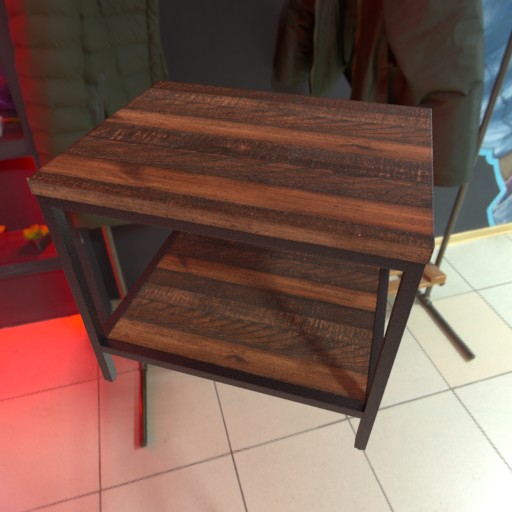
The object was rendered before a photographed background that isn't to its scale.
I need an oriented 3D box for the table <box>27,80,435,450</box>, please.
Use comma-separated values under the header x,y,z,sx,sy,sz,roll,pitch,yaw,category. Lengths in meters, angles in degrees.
x,y,z,sx,sy,sz,roll,pitch,yaw,category
0.000,0.000,1.084,0.678,0.612,0.524,11,41,12,table
